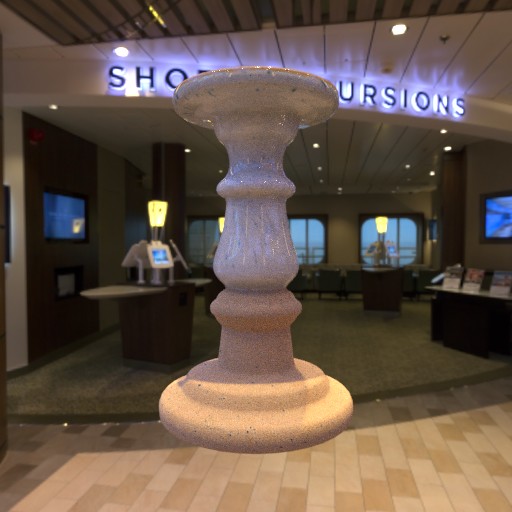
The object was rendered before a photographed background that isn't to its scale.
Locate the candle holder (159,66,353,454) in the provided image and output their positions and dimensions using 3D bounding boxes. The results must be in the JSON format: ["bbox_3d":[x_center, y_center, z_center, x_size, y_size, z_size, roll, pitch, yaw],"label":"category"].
[{"bbox_3d":[0.000,0.000,0.284,0.123,0.202,0.123,0,2,0],"label":"candle holder"}]
